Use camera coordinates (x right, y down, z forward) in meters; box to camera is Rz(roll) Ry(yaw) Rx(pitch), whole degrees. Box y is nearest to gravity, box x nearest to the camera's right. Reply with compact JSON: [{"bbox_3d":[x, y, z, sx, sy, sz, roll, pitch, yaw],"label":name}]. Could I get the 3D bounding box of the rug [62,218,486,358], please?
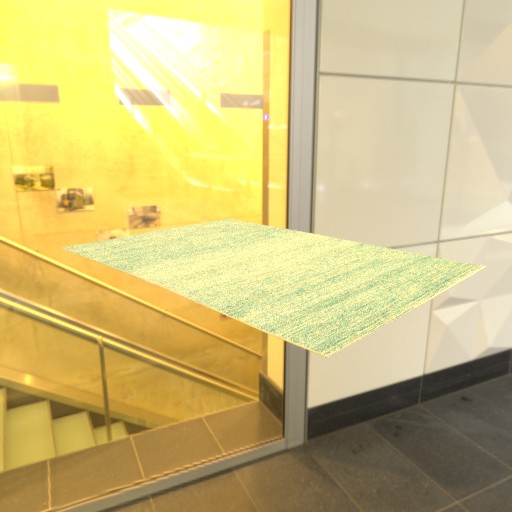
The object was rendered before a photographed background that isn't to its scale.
[{"bbox_3d":[0.000,0.000,2.881,2.305,0.029,1.593,14,21,43],"label":"rug"}]
